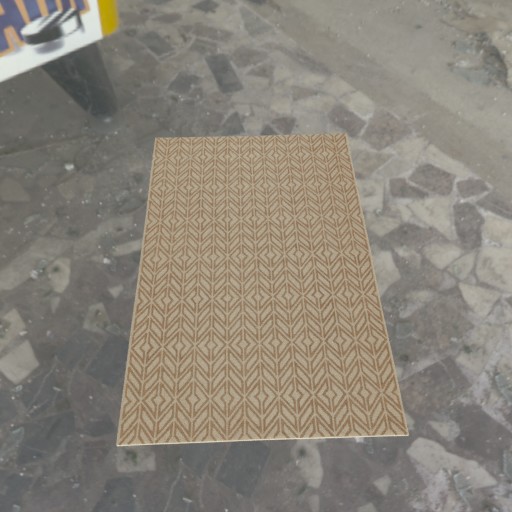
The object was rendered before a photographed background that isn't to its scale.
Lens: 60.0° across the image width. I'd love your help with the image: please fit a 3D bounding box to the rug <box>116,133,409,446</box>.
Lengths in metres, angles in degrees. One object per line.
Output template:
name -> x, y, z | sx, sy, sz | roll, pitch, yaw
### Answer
rug -> 0.000, 0.000, 2.338 | 1.220, 0.007, 1.828 | -2, 57, -1
